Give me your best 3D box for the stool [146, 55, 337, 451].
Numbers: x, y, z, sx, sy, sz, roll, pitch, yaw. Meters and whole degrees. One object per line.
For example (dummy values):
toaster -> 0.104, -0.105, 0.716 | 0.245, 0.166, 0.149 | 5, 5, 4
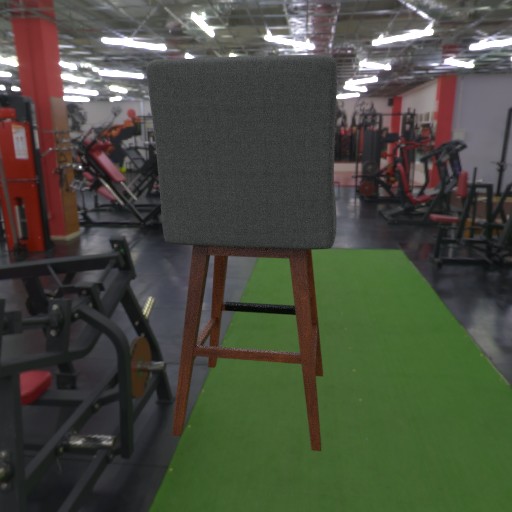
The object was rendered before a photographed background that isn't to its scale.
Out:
stool -> 0.000, 0.000, 1.265 | 0.447, 0.977, 0.524 | 2, 15, 9
